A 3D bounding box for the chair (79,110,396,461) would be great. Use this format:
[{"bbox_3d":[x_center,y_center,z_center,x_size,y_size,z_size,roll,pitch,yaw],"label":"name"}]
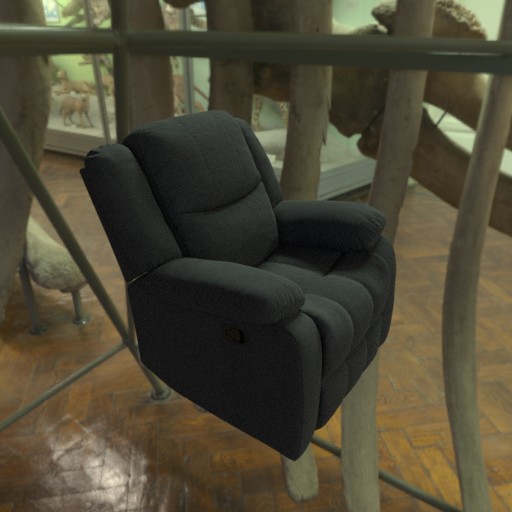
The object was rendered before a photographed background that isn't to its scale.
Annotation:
[{"bbox_3d":[0.000,0.000,1.730,0.944,1.008,0.899,18,32,31],"label":"chair"}]
